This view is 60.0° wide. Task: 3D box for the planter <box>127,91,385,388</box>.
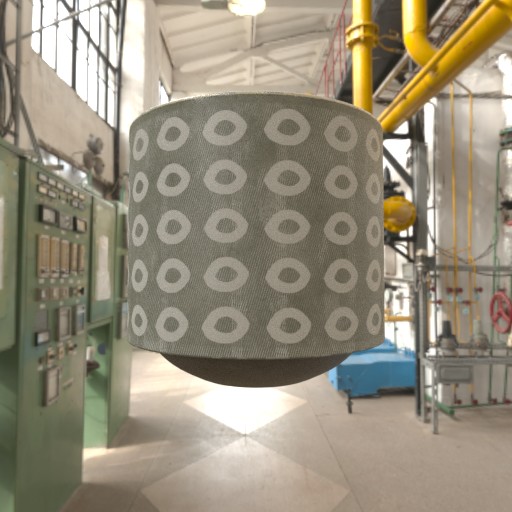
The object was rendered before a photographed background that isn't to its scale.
[{"bbox_3d":[0.000,0.000,0.342,0.190,0.181,0.190,0,-2,0],"label":"planter"}]
